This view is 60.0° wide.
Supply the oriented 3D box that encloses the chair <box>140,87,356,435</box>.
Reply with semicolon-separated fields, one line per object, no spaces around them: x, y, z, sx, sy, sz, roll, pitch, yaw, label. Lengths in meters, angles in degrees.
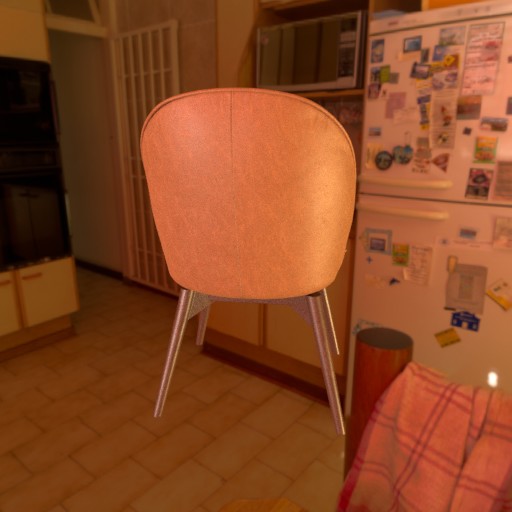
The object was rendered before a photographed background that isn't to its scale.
0.000;0.000;1.241;0.521;0.831;0.631;2;16;8;chair
